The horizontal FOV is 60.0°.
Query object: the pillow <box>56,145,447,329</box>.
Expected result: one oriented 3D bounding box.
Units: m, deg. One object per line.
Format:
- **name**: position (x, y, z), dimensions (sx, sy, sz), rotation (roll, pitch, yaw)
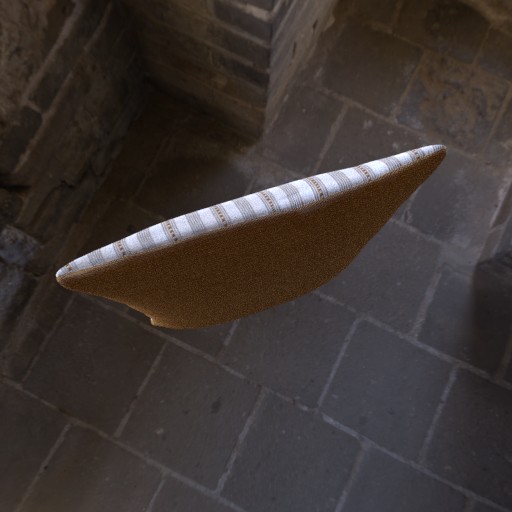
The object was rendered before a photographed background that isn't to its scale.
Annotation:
- **pillow**: position (0.000, 0.000, 0.666), dimensions (0.432, 0.437, 0.147), rotation (-20, 77, -5)
